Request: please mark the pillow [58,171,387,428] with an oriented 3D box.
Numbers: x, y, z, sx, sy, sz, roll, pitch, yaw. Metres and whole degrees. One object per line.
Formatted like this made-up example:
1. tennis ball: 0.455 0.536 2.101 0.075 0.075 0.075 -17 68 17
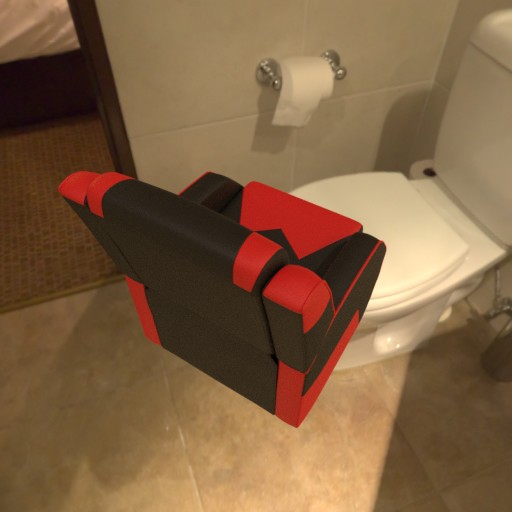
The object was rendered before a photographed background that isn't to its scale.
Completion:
1. pillow: 0.000 0.000 1.306 0.620 0.805 0.672 25 53 21
